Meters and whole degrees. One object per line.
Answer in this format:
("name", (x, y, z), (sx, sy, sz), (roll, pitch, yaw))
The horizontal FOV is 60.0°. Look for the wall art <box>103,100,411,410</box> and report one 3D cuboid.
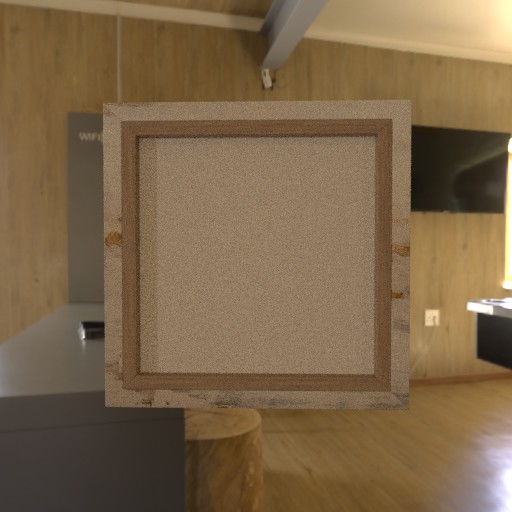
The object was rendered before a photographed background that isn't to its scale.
("wall art", (0.000, 0.000, 1.107), (0.753, 0.755, 0.038), (0, 1, 2))
